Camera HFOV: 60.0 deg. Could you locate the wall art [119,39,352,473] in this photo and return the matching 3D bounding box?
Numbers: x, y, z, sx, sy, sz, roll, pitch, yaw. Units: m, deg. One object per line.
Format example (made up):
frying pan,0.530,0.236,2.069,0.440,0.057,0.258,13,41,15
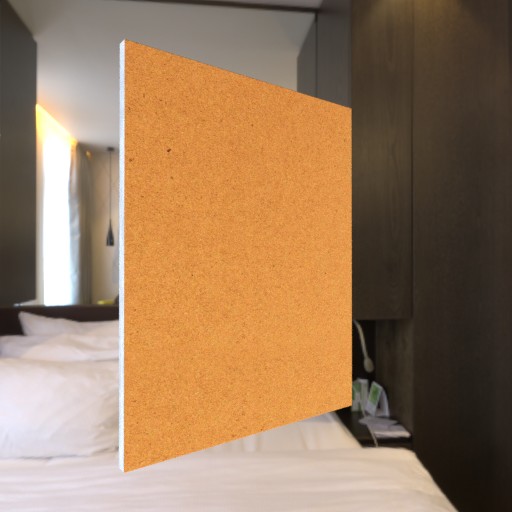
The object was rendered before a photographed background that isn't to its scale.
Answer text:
wall art,0.000,0.000,0.779,0.481,0.613,0.020,0,0,-37
